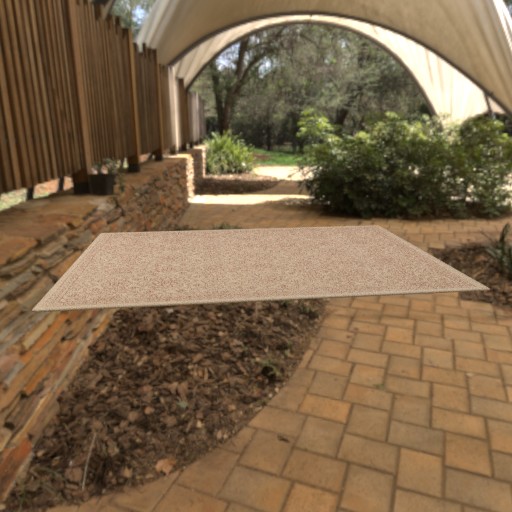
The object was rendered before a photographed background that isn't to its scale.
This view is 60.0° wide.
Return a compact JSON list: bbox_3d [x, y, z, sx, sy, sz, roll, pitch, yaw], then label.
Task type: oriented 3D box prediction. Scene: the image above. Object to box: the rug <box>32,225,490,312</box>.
[{"bbox_3d":[0.000,0.000,2.326,1.829,0.010,1.219,-2,17,-7],"label":"rug"}]
